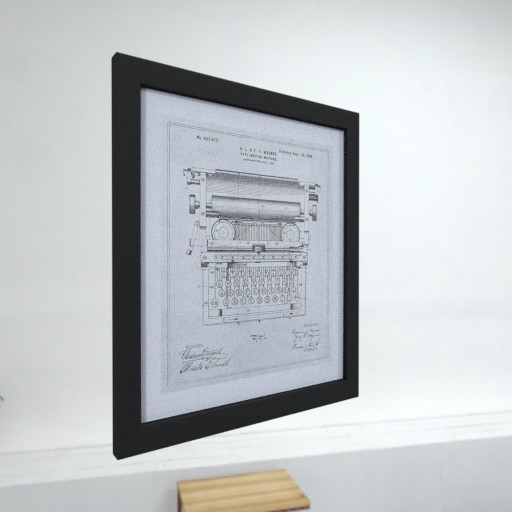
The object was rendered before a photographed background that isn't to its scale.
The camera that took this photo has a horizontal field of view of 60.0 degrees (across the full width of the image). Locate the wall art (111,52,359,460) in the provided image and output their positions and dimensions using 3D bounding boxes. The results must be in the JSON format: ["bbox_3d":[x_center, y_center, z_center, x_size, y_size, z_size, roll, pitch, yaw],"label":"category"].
[{"bbox_3d":[0.000,0.000,0.680,0.432,0.508,0.021,0,1,-34],"label":"wall art"}]
